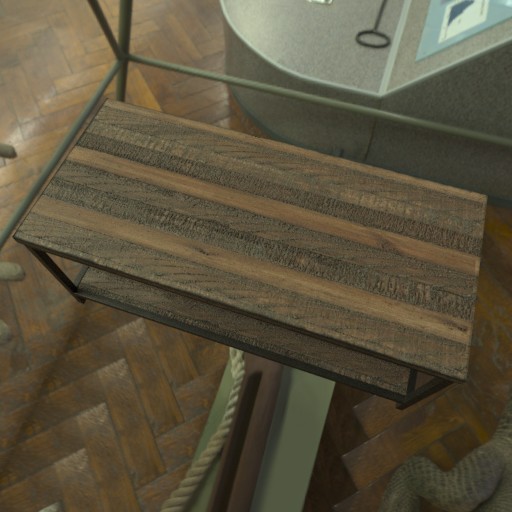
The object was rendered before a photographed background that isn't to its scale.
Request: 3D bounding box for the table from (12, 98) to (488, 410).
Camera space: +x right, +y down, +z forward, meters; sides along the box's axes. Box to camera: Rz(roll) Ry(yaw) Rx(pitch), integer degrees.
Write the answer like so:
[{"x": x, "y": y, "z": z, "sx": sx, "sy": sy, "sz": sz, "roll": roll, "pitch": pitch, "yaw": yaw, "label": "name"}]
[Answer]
[{"x": 0.000, "y": 0.000, "z": 1.185, "sx": 0.990, "sy": 0.399, "sz": 0.452, "roll": 17, "pitch": 64, "yaw": 8, "label": "table"}]
